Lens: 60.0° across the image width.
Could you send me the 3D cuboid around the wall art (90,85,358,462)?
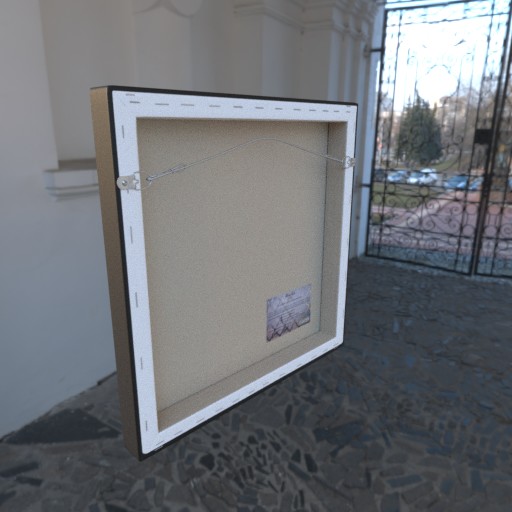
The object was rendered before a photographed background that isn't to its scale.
[{"bbox_3d":[0.000,0.000,0.599,0.406,0.407,0.041,-15,22,-43],"label":"wall art"}]
